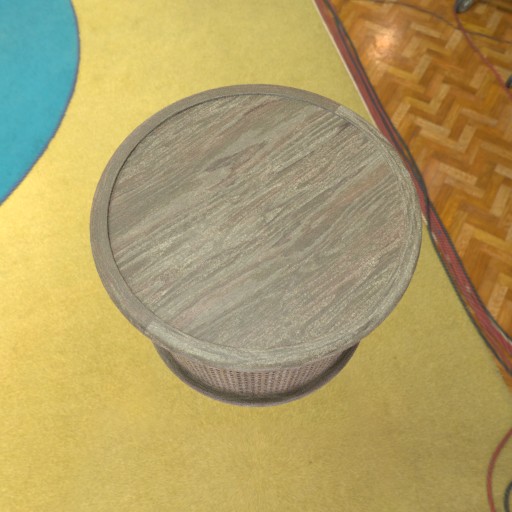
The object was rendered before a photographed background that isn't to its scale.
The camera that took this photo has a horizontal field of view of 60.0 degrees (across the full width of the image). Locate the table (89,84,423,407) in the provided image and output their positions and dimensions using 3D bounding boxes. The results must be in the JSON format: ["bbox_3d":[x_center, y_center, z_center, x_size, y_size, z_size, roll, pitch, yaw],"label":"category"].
[{"bbox_3d":[0.000,0.000,1.012,0.607,0.450,0.607,0,64,0],"label":"table"}]
